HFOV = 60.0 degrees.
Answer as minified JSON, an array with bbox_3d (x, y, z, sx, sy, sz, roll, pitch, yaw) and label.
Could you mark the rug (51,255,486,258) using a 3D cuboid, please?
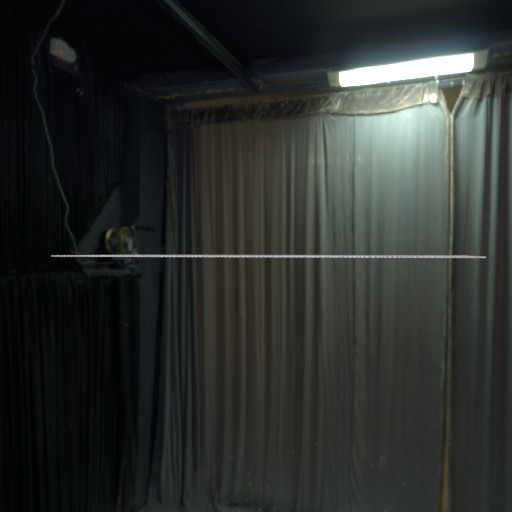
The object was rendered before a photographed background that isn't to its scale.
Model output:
[{"bbox_3d":[0.000,0.000,2.737,2.432,0.008,0.766,0,0,18],"label":"rug"}]
